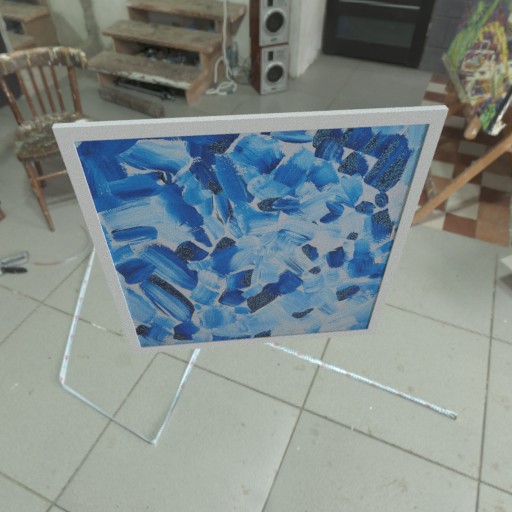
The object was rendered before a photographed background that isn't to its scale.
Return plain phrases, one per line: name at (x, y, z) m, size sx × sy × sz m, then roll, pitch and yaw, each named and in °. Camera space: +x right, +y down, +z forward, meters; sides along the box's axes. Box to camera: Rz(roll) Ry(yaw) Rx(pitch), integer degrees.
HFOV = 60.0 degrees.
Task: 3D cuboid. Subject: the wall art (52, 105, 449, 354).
wall art at (0.000, 0.000, 0.973) m, size 0.660 × 0.660 × 0.015 m, roll -4°, pitch 45°, yaw -4°
